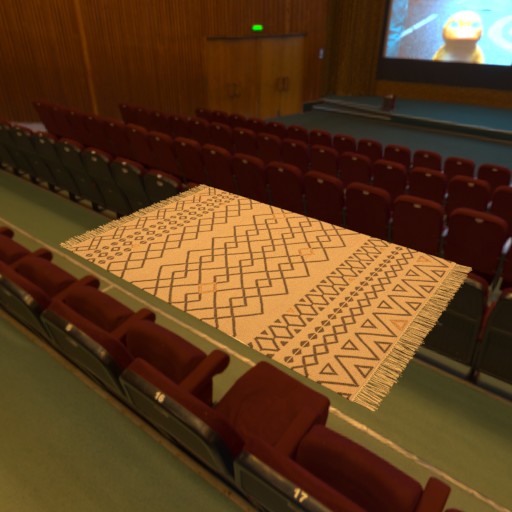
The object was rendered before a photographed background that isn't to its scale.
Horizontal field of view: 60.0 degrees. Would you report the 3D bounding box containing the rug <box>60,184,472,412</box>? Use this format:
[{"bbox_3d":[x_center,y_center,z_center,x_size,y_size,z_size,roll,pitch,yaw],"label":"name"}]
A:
[{"bbox_3d":[0.000,0.000,2.505,2.023,0.028,1.224,22,37,32],"label":"rug"}]
